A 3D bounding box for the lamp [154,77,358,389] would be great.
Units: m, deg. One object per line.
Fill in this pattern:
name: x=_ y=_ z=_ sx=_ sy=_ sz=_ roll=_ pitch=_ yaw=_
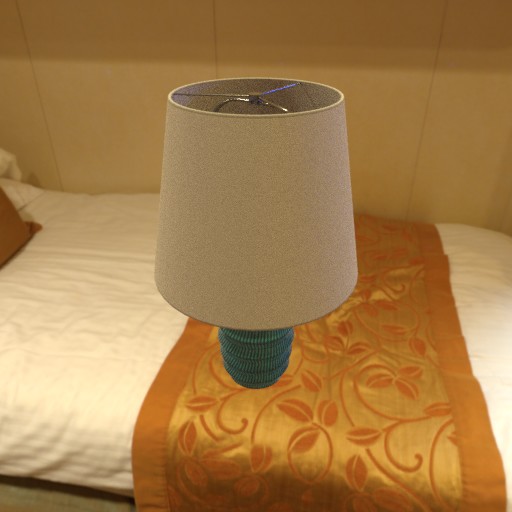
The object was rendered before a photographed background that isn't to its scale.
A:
lamp: x=0.000 y=0.000 z=0.558 sx=0.254 sy=0.392 sz=0.254 roll=0 pitch=32 yaw=0
